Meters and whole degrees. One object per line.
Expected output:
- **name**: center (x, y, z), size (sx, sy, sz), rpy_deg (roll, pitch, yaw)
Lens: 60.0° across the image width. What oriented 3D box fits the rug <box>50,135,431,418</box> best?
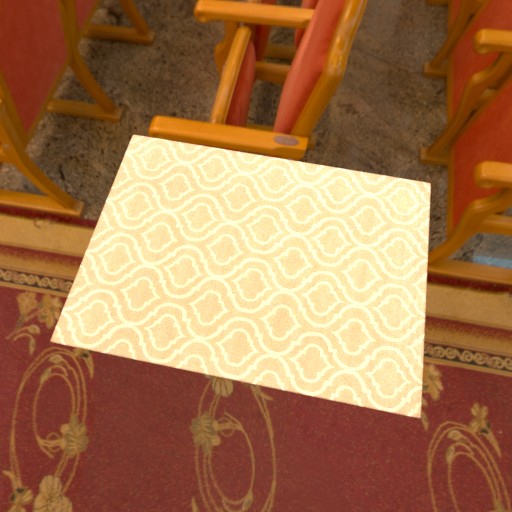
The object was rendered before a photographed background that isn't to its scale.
- **rug**: center (0.000, 0.000, 4.411), size (3.353, 0.010, 2.438), rpy_deg (10, 66, 5)
